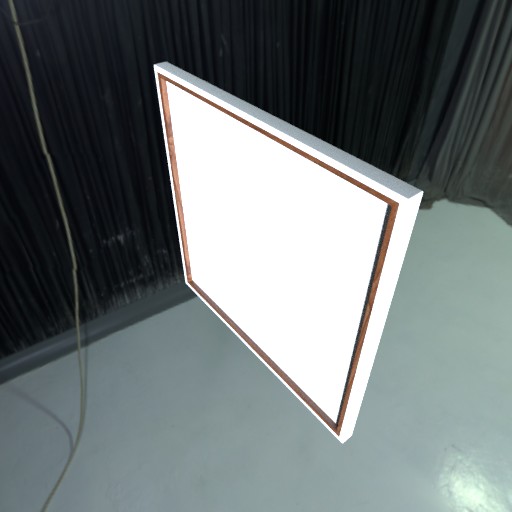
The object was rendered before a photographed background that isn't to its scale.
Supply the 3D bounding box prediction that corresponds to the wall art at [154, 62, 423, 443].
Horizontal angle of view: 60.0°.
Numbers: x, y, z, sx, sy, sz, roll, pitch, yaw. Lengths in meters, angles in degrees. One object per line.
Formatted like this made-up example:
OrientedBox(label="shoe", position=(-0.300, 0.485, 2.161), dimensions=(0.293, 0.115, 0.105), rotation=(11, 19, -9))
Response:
OrientedBox(label="wall art", position=(0.000, 0.000, 1.503), dimensions=(0.049, 1.009, 1.009), rotation=(-28, 49, -28))
